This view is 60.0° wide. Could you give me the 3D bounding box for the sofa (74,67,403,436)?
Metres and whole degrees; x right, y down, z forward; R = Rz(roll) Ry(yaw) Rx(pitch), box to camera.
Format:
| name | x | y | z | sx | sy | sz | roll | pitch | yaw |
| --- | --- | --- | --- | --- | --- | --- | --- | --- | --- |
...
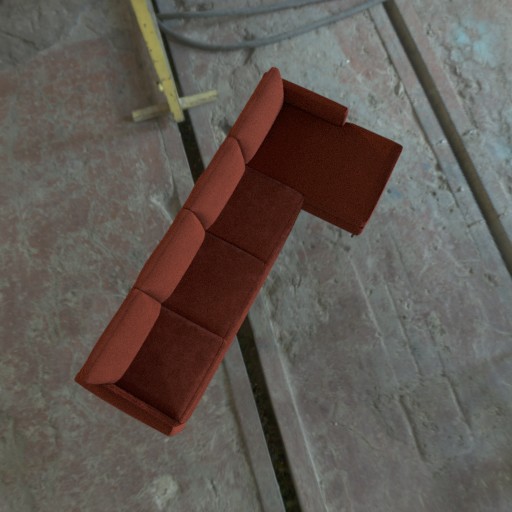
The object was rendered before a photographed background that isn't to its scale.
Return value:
| name | x | y | z | sx | sy | sz | roll | pitch | yaw |
| --- | --- | --- | --- | --- | --- | --- | --- | --- | --- |
| sofa | 0.000 | 0.000 | 3.514 | 1.350 | 0.810 | 2.932 | 27 | 76 | 8 |
